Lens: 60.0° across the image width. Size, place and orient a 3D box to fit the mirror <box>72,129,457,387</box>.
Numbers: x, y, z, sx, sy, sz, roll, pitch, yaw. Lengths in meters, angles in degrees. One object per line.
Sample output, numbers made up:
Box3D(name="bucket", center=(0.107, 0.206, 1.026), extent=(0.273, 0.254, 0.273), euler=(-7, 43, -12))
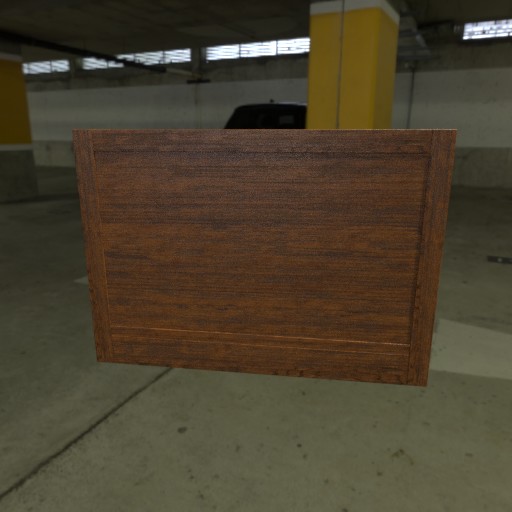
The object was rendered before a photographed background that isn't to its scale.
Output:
Box3D(name="mirror", center=(0.000, 0.000, 0.977), extent=(0.758, 0.537, 0.084), euler=(2, 16, 8))
